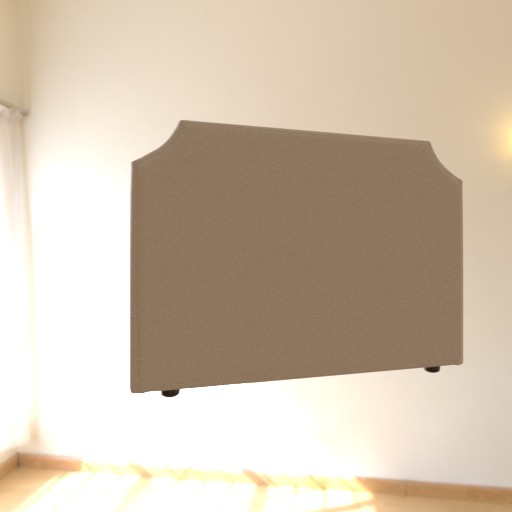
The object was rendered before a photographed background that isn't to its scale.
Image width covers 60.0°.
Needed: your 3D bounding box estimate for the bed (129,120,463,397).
[{"bbox_3d":[0.000,0.000,3.267,1.828,1.297,2.164,0,1,-17],"label":"bed"}]
